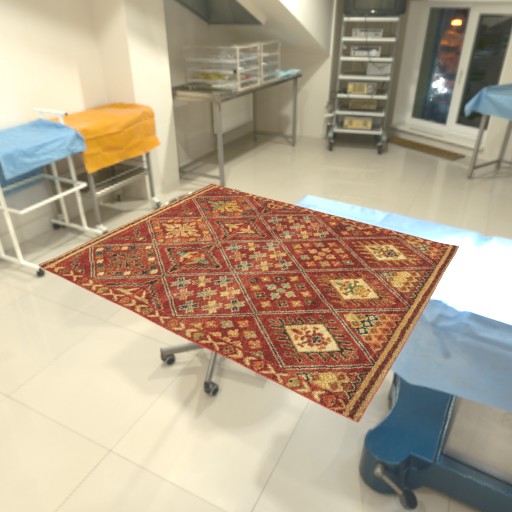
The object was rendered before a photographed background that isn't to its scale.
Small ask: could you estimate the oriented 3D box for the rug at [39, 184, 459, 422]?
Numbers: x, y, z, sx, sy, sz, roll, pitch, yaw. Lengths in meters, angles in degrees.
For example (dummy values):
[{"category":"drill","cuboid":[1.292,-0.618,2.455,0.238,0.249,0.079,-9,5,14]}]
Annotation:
[{"category":"rug","cuboid":[0.000,0.000,4.145,3.086,0.030,2.489,19,35,29]}]
